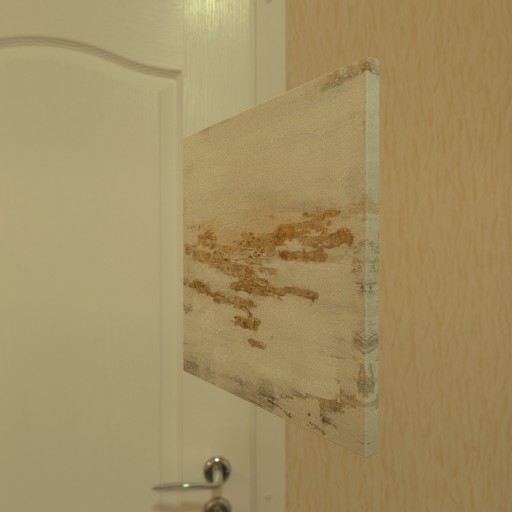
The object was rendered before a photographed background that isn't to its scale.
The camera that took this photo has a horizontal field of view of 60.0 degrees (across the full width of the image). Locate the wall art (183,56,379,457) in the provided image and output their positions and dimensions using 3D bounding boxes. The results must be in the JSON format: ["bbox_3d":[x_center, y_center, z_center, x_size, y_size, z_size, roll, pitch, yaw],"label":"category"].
[{"bbox_3d":[0.000,0.000,1.146,0.038,0.755,0.753,-1,1,-36],"label":"wall art"}]
